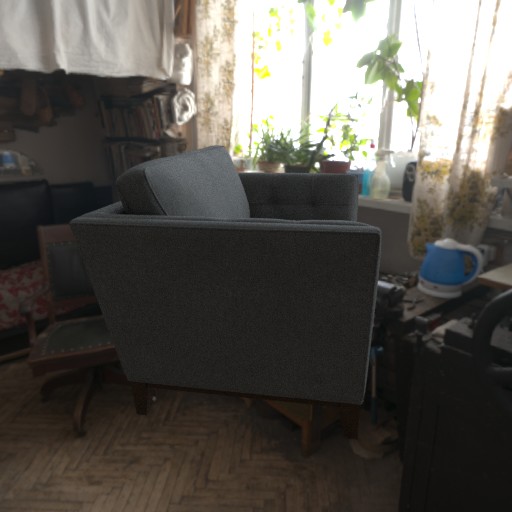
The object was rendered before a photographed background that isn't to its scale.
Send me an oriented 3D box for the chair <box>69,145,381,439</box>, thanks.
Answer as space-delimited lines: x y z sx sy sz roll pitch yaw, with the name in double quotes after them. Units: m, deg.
0.000 0.000 2.057 0.965 0.942 1.396 3 17 9 "chair"
